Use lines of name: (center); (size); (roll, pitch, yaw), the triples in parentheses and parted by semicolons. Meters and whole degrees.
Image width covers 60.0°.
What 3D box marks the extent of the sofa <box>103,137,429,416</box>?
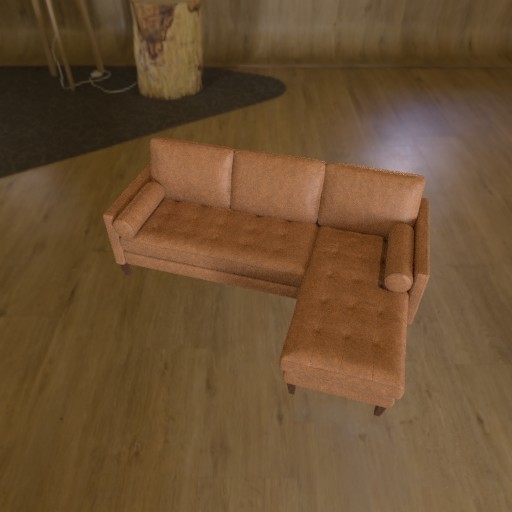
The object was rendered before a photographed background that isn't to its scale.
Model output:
sofa: (0.000, 0.000, 2.988); (2.178, 0.876, 1.506); (11, 43, 12)
